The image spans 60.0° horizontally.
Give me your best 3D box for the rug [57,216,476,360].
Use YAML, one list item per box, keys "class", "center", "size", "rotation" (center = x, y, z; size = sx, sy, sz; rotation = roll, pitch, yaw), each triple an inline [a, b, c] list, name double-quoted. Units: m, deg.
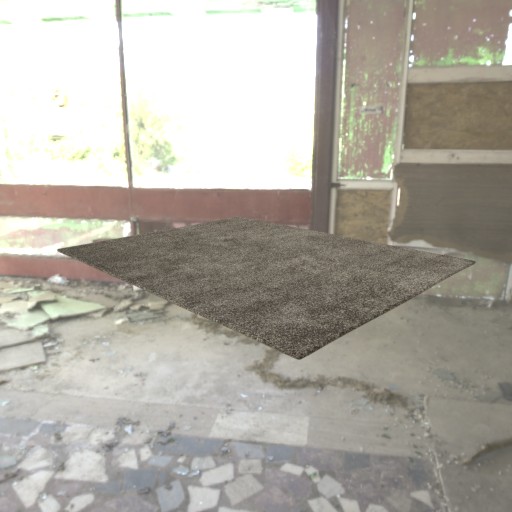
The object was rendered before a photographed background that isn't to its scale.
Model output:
- class: "rug"
  center: [0.000, 0.000, 4.046]
  size: [3.000, 0.025, 2.401]
  rotation: [15, 21, 43]
